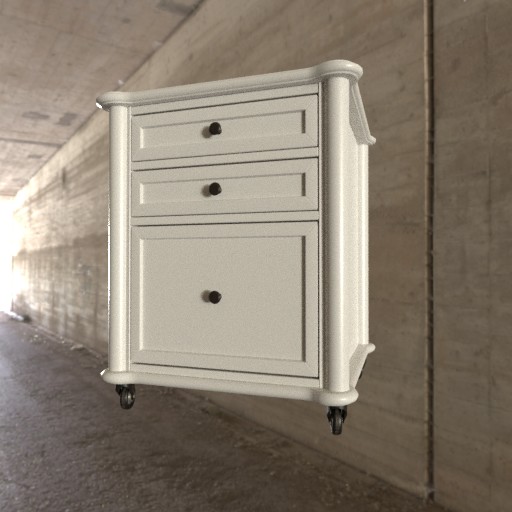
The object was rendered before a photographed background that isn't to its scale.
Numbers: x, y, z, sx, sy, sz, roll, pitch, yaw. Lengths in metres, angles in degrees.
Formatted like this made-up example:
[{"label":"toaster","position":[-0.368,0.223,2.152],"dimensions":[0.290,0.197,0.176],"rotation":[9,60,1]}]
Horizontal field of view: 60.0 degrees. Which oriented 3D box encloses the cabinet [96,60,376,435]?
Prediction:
[{"label":"cabinet","position":[0.000,0.000,1.237],"dimensions":[0.628,0.761,0.627],"rotation":[0,-1,18]}]
